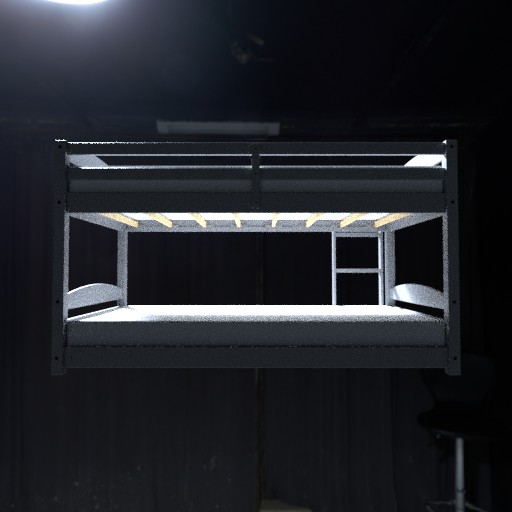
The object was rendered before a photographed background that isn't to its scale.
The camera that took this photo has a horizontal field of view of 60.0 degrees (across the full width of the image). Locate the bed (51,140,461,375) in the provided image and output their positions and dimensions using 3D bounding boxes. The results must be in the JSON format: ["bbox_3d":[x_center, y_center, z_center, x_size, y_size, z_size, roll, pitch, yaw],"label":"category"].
[{"bbox_3d":[0.000,0.000,2.744,2.013,1.206,1.105,0,-2,0],"label":"bed"}]
